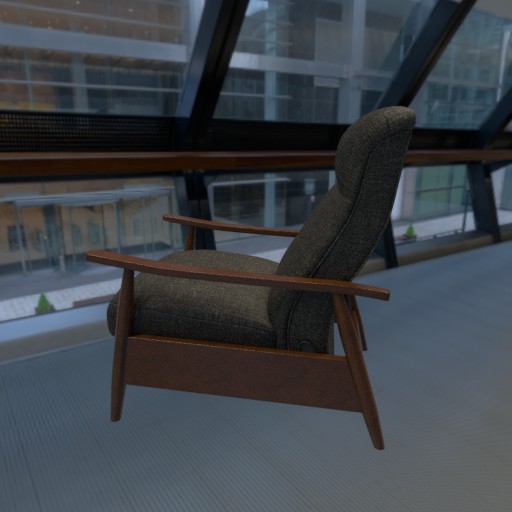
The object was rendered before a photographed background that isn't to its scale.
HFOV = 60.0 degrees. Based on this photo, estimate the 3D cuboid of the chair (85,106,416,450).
[{"bbox_3d":[0.000,0.000,1.736,1.014,1.082,0.762,2,15,9],"label":"chair"}]
